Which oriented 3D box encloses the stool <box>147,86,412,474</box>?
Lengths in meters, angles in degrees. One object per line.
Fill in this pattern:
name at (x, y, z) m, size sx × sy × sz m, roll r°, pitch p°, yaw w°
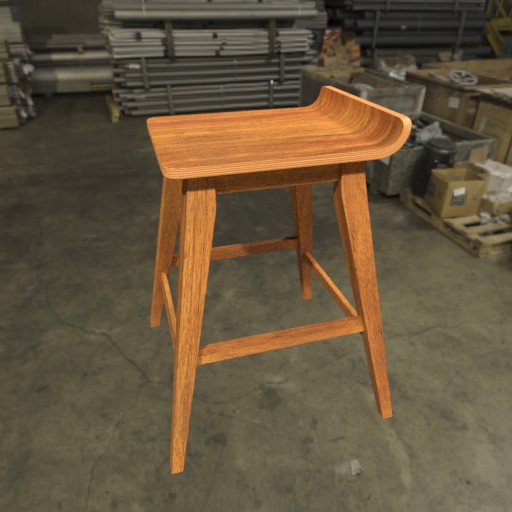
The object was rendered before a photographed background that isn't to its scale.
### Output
stool at (0.000, 0.000, 0.992) m, size 0.500 × 0.650 × 0.500 m, roll -8°, pitch 31°, yaw -14°
